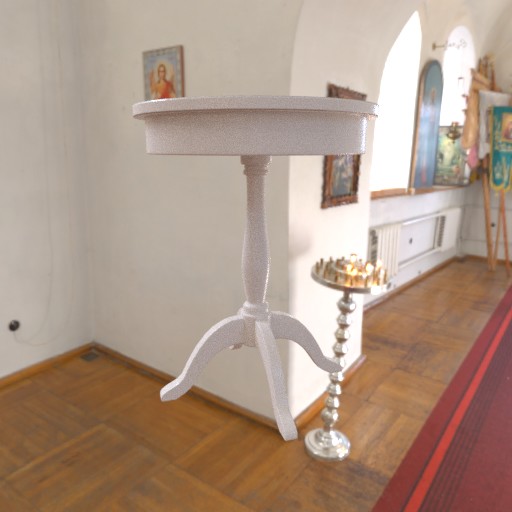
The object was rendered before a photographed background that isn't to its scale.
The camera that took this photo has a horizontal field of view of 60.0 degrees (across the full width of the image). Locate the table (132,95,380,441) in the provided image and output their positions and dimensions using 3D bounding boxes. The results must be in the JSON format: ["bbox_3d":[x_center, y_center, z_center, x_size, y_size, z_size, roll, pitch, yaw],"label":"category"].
[{"bbox_3d":[0.000,0.000,1.029,0.513,0.653,0.513,0,14,0],"label":"table"}]
